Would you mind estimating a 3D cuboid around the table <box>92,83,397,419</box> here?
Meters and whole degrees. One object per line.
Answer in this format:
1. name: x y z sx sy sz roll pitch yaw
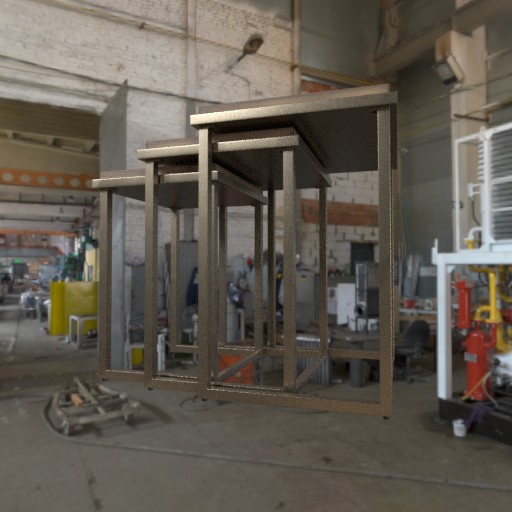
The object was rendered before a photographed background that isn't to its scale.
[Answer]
1. table: 0.000 0.000 1.156 0.706 0.610 0.559 -1 -2 18
